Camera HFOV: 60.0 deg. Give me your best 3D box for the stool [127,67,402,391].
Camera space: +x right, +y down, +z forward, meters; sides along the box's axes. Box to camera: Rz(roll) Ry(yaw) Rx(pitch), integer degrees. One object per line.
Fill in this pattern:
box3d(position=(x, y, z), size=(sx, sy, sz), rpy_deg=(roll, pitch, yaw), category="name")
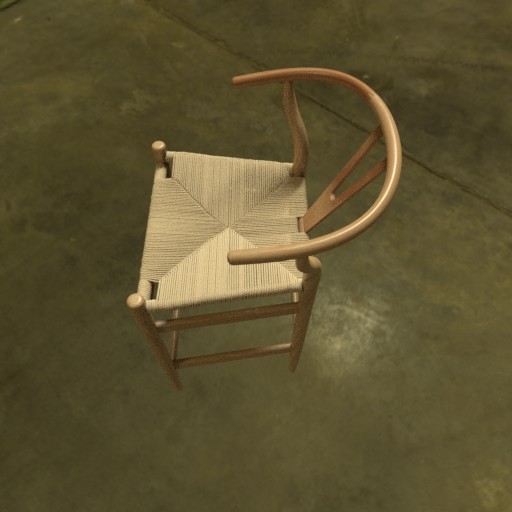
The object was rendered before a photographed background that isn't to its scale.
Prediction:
box3d(position=(0.000, 0.000, 1.271), size=(0.575, 0.923, 0.536), rpy_deg=(-1, 57, 0), category="stool")
